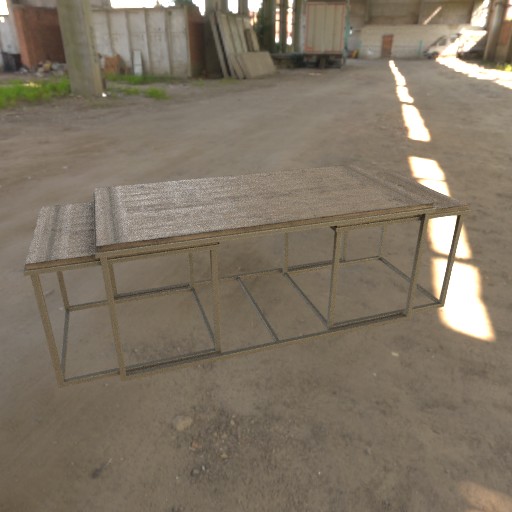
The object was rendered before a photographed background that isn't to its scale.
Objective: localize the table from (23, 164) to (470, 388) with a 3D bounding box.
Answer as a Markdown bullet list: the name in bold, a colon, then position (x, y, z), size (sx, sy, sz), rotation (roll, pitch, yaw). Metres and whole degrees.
- **table**: position (0.000, 0.000, 1.493), size (1.312, 0.427, 0.489), rotation (-8, 28, -17)
